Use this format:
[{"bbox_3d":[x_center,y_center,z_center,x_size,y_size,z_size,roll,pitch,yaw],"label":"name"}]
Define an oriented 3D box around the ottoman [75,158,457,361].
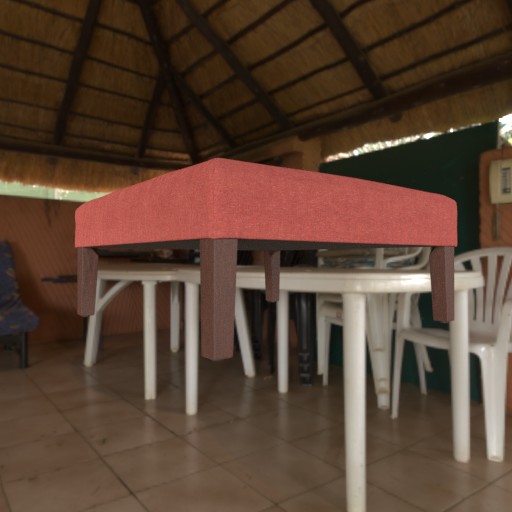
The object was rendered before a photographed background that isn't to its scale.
[{"bbox_3d":[0.000,0.000,1.437,0.890,0.411,0.889,0,0,-38],"label":"ottoman"}]
